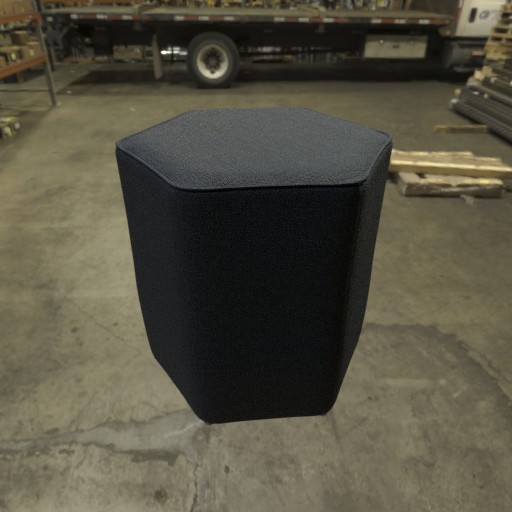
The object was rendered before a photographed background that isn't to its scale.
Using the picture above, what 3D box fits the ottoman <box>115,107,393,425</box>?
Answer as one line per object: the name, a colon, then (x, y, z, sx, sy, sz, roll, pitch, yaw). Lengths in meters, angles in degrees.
ottoman: (0.000, 0.000, 0.903, 0.492, 0.505, 0.454, -1, 32, -1)
